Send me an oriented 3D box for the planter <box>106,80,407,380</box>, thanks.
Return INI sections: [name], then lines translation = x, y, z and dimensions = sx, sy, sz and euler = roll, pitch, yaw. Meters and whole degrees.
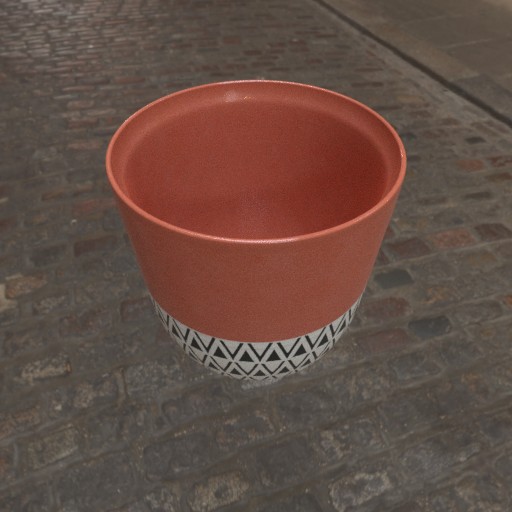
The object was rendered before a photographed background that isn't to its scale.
[planter]
translation = 0.000, 0.000, 0.369
dimensions = 0.195, 0.214, 0.195
euler = 0, 45, 0
